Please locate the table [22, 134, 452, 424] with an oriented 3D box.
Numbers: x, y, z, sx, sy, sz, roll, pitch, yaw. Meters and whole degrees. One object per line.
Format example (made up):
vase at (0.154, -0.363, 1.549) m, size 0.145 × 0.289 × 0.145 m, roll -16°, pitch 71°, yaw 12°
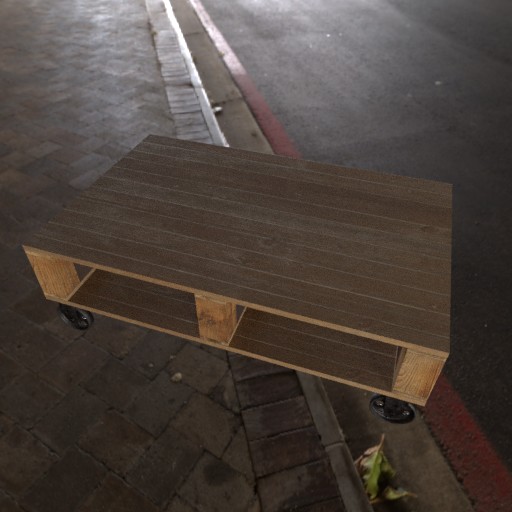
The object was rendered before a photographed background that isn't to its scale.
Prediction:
table at (0.000, 0.000, 1.689) m, size 1.299 × 0.413 × 0.827 m, roll 13°, pitch 43°, yaw 14°
